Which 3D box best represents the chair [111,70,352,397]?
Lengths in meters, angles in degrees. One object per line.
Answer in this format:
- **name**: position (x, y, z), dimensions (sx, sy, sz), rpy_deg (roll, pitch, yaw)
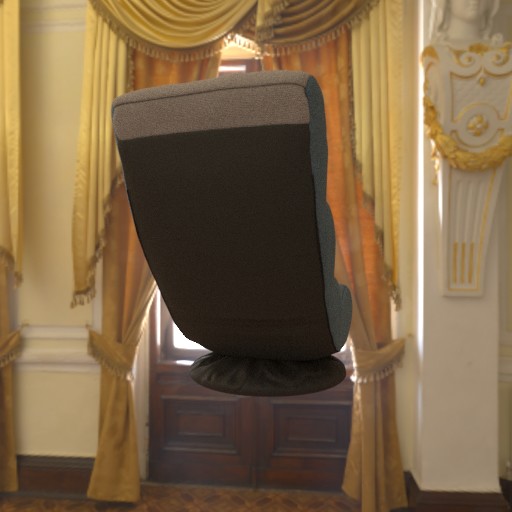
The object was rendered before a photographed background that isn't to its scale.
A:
- **chair**: position (0.000, 0.000, 1.081), dimensions (0.420, 0.641, 0.661), rpy_deg (0, 0, 18)
